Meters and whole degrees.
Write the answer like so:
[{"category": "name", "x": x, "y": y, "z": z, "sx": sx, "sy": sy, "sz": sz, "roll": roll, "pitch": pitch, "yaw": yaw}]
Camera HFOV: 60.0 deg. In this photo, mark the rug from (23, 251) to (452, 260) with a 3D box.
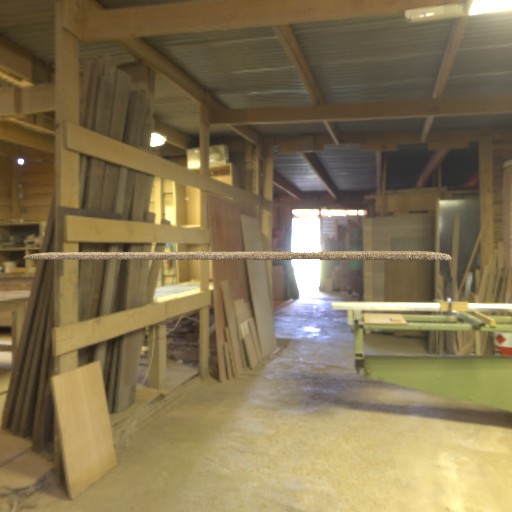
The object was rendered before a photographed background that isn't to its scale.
[{"category": "rug", "x": 0.000, "y": 0.000, "z": 3.769, "sx": 2.873, "sy": 0.050, "sz": 2.242, "roll": 0, "pitch": 0, "yaw": 18}]
